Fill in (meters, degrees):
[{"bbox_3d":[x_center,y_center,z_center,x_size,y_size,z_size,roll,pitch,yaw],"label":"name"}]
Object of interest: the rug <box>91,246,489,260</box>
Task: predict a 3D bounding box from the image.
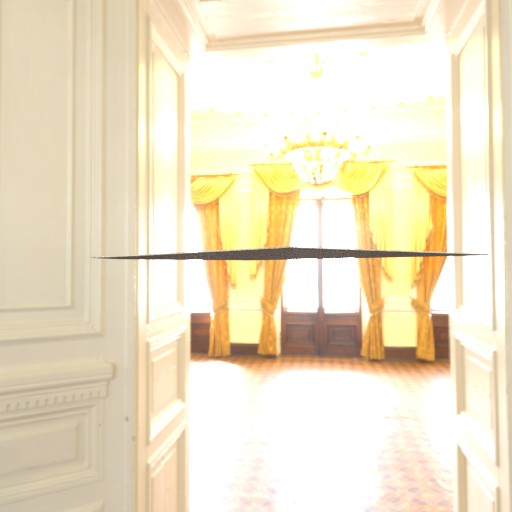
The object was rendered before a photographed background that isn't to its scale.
[{"bbox_3d":[0.000,0.000,3.079,1.527,0.021,2.447,1,-2,-37],"label":"rug"}]
